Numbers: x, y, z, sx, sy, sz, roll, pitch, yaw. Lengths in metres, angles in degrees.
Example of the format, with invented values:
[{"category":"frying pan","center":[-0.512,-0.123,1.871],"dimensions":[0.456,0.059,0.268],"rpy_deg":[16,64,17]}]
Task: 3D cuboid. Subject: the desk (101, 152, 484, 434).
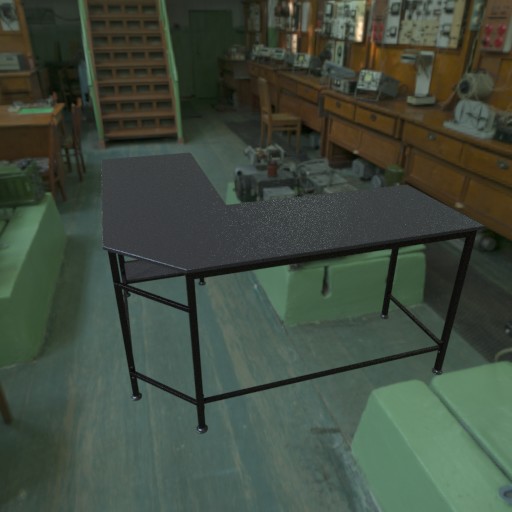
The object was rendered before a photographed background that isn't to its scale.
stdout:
[{"category":"desk","center":[0.000,0.000,2.248],"dimensions":[1.379,0.739,1.379],"rpy_deg":[-8,29,-15]}]
